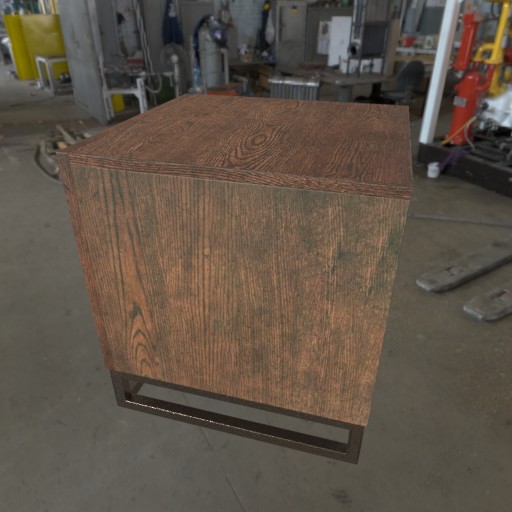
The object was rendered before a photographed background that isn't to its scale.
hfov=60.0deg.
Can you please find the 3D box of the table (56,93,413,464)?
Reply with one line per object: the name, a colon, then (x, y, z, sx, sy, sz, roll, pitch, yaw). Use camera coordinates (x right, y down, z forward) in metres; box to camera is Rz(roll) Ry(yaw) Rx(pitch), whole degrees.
table: (0.000, 0.000, 0.992, 0.566, 0.582, 0.506, 8, 31, 14)
